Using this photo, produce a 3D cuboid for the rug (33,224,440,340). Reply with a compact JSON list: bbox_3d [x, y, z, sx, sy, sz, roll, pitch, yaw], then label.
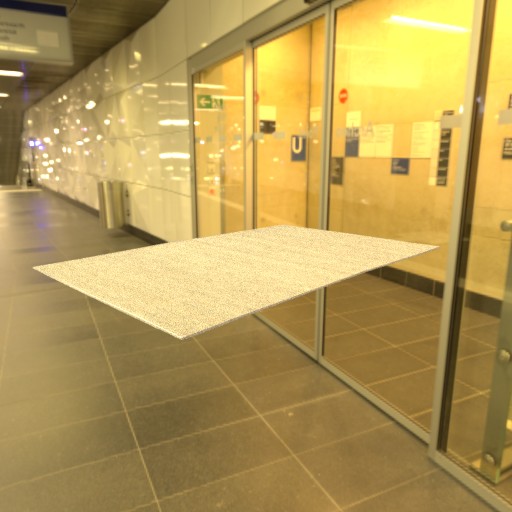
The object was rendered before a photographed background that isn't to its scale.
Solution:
[{"bbox_3d":[0.000,0.000,2.317,1.179,0.022,1.820,13,18,43],"label":"rug"}]
